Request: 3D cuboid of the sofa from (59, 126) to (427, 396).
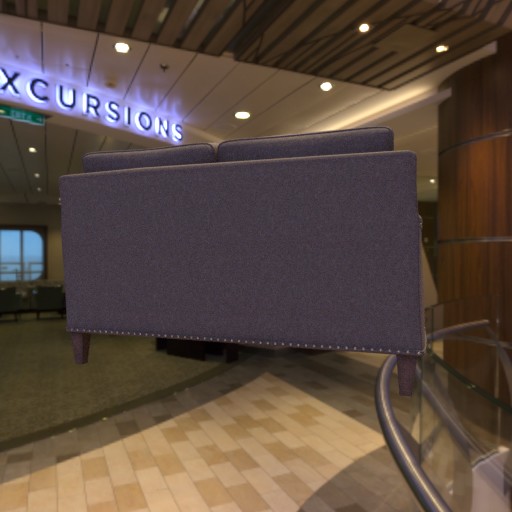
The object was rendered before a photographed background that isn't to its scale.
[{"bbox_3d":[0.000,0.000,2.226,1.597,1.003,1.084,0,0,19],"label":"sofa"}]
